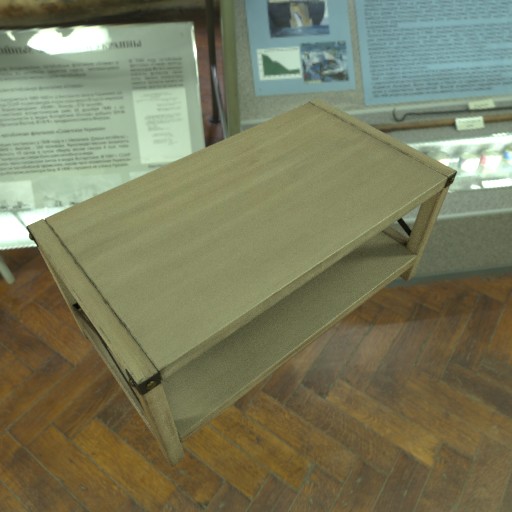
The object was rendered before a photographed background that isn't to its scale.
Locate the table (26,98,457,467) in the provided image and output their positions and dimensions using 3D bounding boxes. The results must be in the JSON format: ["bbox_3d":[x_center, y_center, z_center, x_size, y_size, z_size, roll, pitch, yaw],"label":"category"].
[{"bbox_3d":[0.000,0.000,1.317,1.016,0.456,0.559,-31,54,-26],"label":"table"}]
